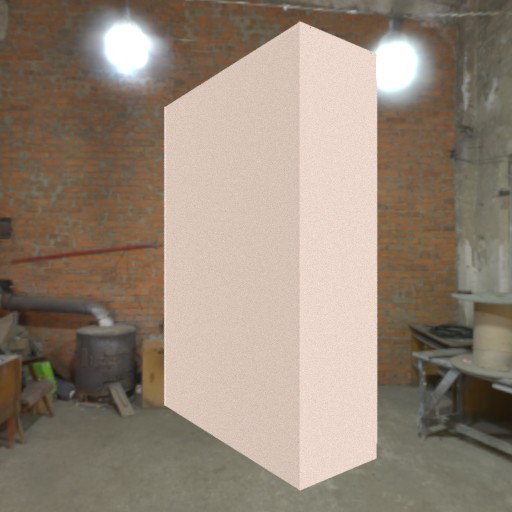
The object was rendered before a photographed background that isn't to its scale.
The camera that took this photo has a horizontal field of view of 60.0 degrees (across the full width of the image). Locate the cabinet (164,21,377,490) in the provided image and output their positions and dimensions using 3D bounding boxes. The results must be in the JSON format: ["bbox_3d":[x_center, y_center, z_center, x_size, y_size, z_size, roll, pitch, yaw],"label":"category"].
[{"bbox_3d":[0.000,0.000,2.475,0.510,1.910,1.290,0,0,-36],"label":"cabinet"}]
